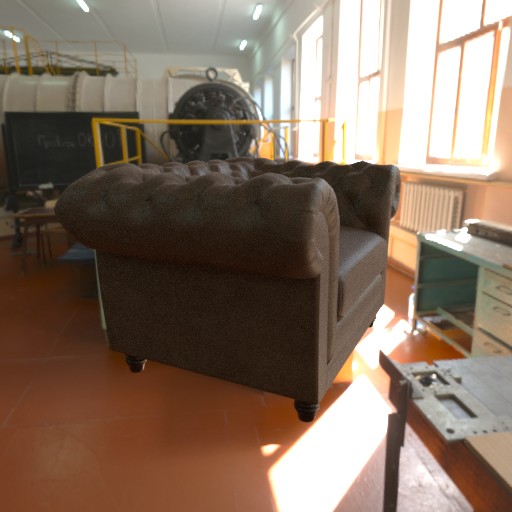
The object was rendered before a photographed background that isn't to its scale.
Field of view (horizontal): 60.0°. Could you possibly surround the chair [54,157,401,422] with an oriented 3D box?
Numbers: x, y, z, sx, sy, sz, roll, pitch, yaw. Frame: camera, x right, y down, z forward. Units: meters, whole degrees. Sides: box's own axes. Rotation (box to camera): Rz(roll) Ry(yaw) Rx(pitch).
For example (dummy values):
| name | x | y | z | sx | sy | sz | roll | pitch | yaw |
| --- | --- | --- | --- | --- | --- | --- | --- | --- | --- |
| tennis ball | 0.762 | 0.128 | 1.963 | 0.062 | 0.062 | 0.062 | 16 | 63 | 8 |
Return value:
| name | x | y | z | sx | sy | sz | roll | pitch | yaw |
| --- | --- | --- | --- | --- | --- | --- | --- | --- | --- |
| chair | 0.000 | 0.000 | 1.848 | 0.954 | 0.784 | 1.298 | 7 | 15 | 26 |
